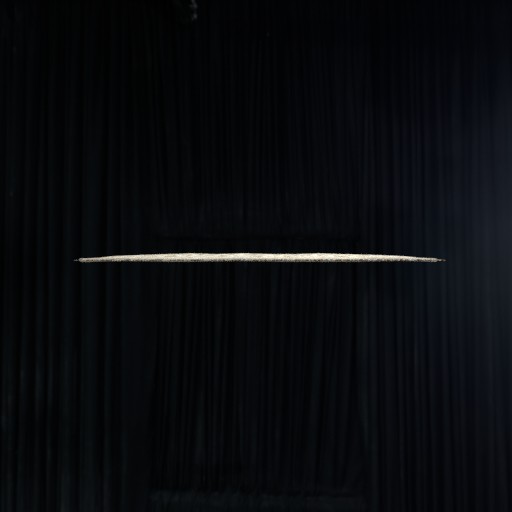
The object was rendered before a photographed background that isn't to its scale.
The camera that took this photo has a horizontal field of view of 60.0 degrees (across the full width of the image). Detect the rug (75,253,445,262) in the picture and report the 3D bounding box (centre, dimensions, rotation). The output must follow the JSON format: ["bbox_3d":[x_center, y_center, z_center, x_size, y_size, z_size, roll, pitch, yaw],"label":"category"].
[{"bbox_3d":[0.000,0.000,3.012,1.529,0.027,2.434,0,1,-1],"label":"rug"}]
